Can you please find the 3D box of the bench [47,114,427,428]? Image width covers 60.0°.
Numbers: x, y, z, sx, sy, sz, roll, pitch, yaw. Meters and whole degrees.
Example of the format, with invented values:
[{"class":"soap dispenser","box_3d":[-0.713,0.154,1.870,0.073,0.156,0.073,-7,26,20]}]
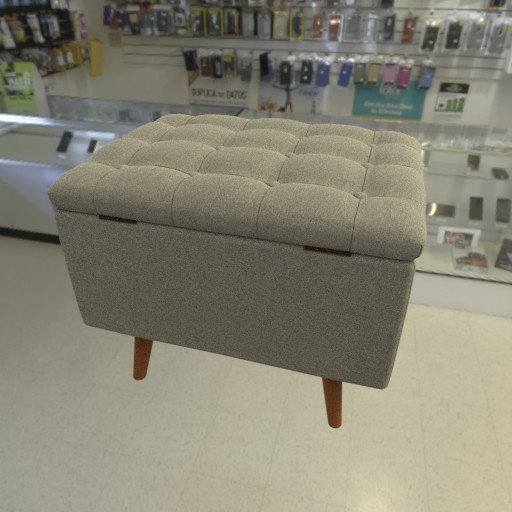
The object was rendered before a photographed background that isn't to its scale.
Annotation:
[{"class":"bench","box_3d":[0.000,0.000,0.892,0.572,0.469,0.417,9,34,14]}]
